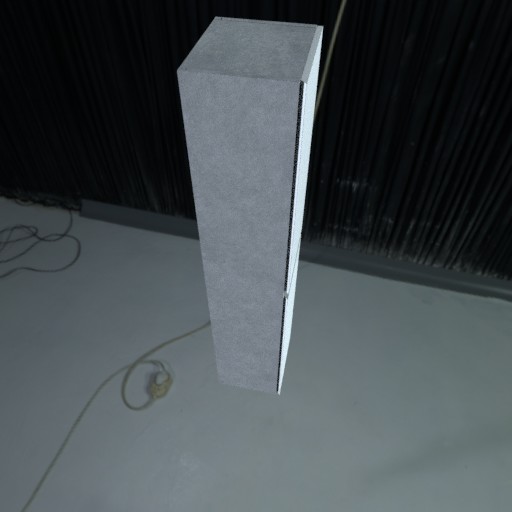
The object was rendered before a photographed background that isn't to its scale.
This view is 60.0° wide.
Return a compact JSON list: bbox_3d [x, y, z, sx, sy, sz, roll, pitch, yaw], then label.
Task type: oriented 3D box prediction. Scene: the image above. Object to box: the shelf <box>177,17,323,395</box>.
[{"bbox_3d":[0.000,0.000,1.512,0.270,1.400,0.300,9,48,8],"label":"shelf"}]
